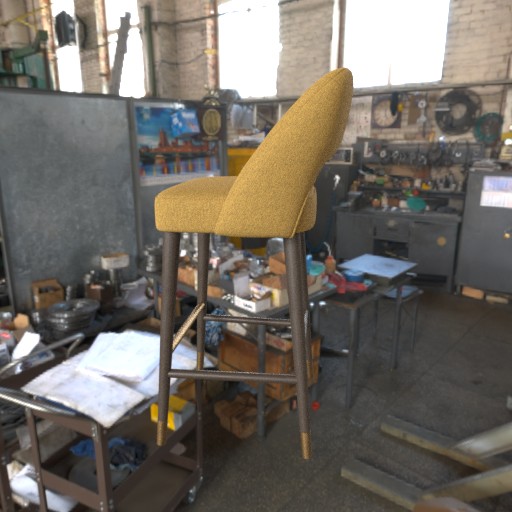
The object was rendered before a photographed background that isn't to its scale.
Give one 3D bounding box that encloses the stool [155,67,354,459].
[{"bbox_3d":[0.000,0.000,1.336,0.522,1.032,0.536,2,15,7],"label":"stool"}]
